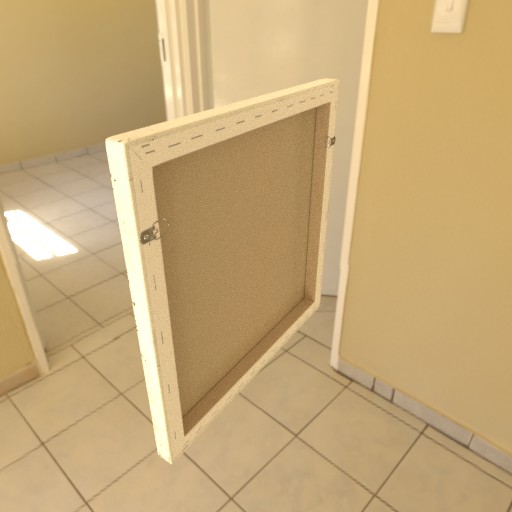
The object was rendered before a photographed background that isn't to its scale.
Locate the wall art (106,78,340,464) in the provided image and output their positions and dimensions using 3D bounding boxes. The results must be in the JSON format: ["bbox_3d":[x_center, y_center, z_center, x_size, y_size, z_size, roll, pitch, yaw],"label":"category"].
[{"bbox_3d":[0.000,0.000,0.908,0.040,0.611,0.610,19,35,29],"label":"wall art"}]
